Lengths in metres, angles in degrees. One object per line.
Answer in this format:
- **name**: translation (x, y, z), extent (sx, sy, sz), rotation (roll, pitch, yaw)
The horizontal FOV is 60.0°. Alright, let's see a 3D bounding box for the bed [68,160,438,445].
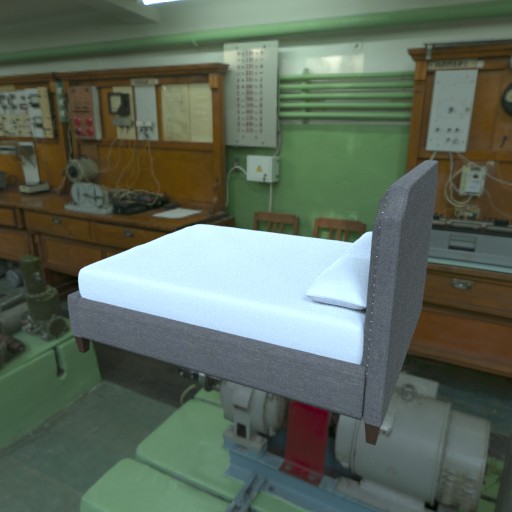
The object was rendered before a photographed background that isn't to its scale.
- **bed**: translation (0.000, 0.000, 3.478), extent (2.381, 1.457, 1.713), rotation (9, 20, 25)
